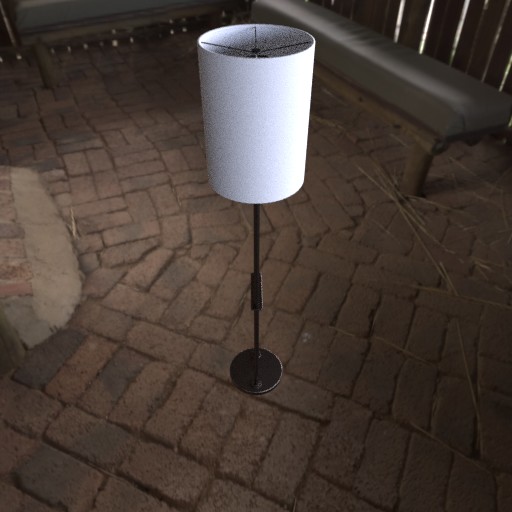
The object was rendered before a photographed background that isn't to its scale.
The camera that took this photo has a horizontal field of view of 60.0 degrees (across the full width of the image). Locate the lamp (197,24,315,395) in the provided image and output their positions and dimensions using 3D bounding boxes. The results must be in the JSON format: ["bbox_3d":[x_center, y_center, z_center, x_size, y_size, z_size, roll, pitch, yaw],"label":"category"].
[{"bbox_3d":[0.000,0.000,1.648,0.305,1.500,0.306,0,41,-1],"label":"lamp"}]
